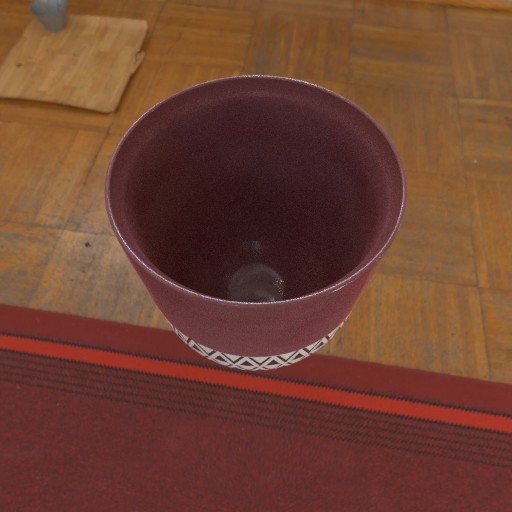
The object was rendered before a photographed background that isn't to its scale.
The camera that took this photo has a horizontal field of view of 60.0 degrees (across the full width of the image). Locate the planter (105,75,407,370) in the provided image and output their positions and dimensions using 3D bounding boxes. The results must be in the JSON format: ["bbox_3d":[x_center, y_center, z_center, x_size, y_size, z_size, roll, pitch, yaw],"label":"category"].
[{"bbox_3d":[0.000,0.000,0.380,0.195,0.214,0.195,0,59,0],"label":"planter"}]
